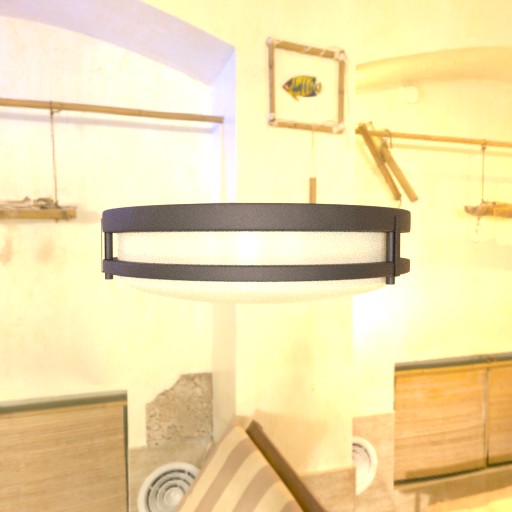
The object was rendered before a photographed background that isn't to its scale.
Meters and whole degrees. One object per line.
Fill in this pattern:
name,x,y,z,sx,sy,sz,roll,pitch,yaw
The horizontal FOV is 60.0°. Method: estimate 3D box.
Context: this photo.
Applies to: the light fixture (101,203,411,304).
light fixture,0.000,0.000,0.540,0.356,0.102,0.356,0,2,0
